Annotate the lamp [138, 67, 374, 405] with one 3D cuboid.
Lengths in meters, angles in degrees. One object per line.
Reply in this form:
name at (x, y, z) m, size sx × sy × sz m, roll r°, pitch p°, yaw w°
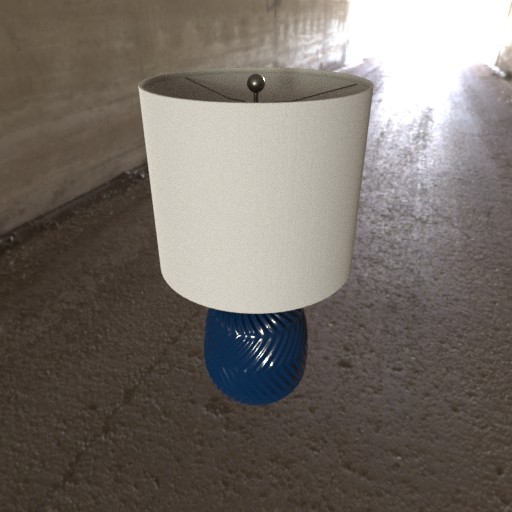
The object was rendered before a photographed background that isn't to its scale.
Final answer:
lamp at (0.000, 0.000, 0.480) m, size 0.203 × 0.368 × 0.203 m, roll -8°, pitch 31°, yaw -14°
